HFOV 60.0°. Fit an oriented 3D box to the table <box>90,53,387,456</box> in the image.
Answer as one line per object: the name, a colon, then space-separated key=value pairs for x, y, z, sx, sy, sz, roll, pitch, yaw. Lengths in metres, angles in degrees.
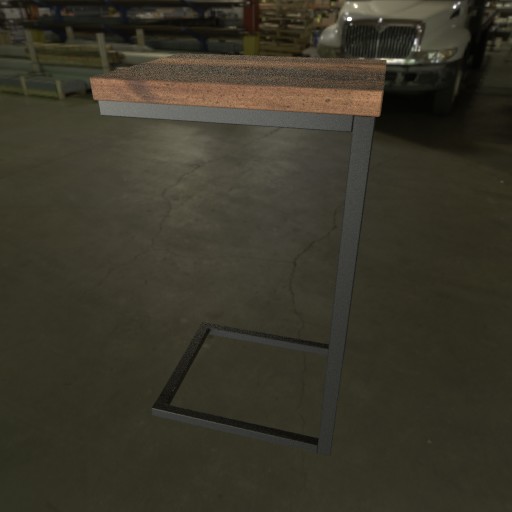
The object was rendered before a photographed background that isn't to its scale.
table: x=0.000 y=0.000 z=0.909 sx=0.414 sy=0.718 sz=0.323 roll=8 pitch=31 yaw=13
